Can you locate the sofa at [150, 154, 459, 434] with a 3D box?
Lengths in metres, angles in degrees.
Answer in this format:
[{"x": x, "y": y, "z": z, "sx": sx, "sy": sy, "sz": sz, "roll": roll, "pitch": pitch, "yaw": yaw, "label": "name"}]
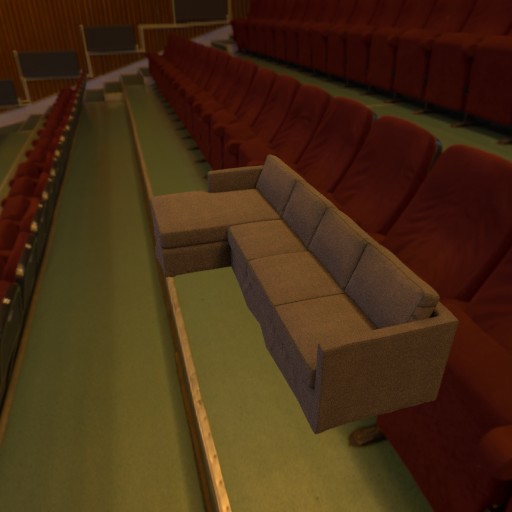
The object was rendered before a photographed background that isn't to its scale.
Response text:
[{"x": 0.000, "y": 0.000, "z": 3.968, "sx": 1.650, "sy": 0.922, "sz": 3.205, "roll": -9, "pitch": 31, "yaw": -15, "label": "sofa"}]
